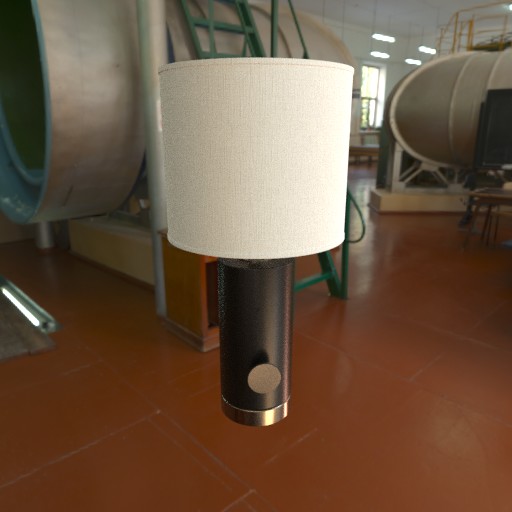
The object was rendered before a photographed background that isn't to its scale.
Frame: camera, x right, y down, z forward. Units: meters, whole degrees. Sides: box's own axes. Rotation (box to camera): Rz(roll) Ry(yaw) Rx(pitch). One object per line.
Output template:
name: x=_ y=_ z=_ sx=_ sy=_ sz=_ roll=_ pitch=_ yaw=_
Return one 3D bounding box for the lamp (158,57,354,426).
lamp: x=0.000 y=0.000 z=0.623 sx=0.241 sy=0.482 sz=0.240 roll=-2 pitch=17 yaw=-8
